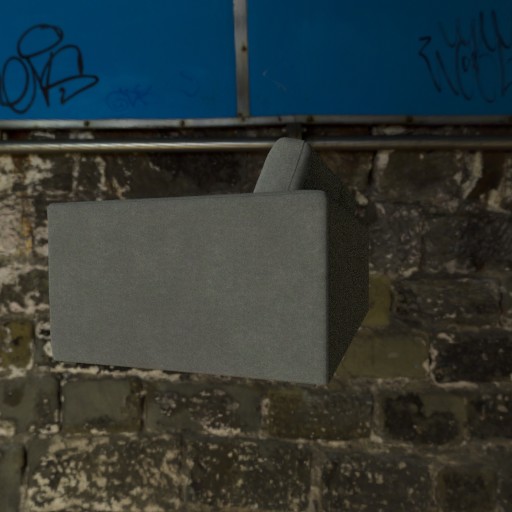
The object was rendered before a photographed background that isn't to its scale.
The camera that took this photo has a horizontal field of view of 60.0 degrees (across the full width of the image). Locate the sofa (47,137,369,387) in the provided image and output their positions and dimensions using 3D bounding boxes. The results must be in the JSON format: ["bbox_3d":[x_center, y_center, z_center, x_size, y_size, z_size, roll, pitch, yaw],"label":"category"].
[{"bbox_3d":[0.000,0.000,2.442,1.091,0.845,1.909,0,0,18],"label":"sofa"}]
